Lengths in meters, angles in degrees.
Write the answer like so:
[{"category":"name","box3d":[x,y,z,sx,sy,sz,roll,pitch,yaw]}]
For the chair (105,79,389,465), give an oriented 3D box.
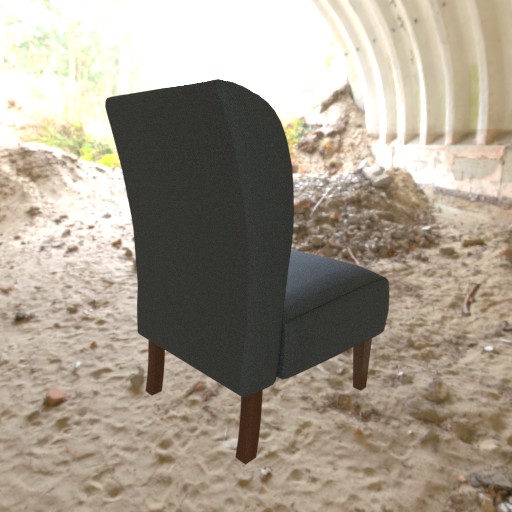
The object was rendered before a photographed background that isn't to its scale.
[{"category":"chair","box3d":[0.000,0.000,1.193,0.592,0.804,0.513,-13,19,-43]}]
